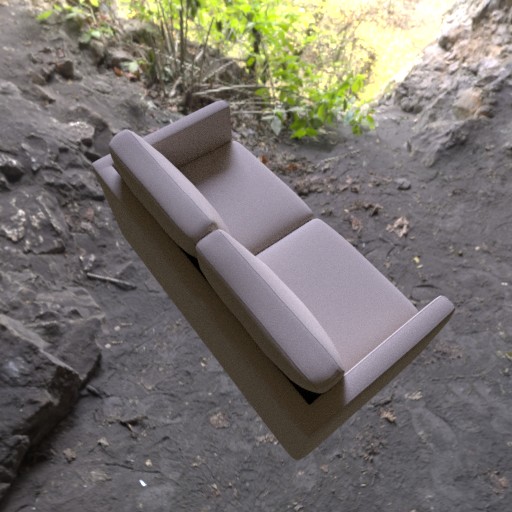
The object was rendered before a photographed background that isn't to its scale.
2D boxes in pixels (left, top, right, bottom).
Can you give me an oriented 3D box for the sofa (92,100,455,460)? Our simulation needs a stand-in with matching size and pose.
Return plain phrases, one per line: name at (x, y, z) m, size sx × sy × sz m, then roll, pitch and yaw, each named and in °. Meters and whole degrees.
sofa at (0.000, 0.000, 2.282) m, size 0.873 × 0.888 × 1.722 m, roll -33°, pitch 63°, yaw -19°
